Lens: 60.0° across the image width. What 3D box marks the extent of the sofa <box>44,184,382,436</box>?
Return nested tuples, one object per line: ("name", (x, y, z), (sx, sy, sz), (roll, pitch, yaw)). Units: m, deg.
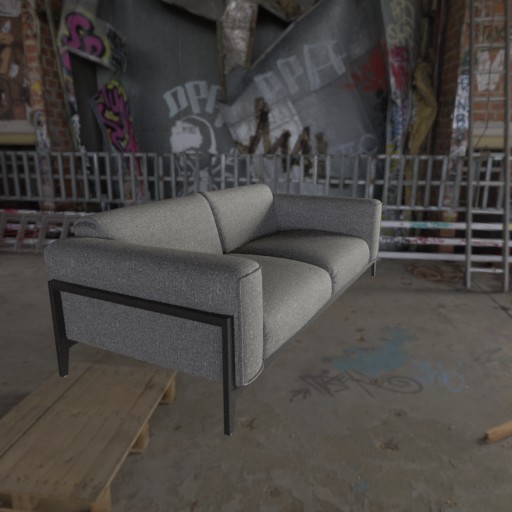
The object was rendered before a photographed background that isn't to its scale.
("sofa", (0.000, 0.000, 2.565), (0.985, 0.703, 2.125), (8, 16, 27))
